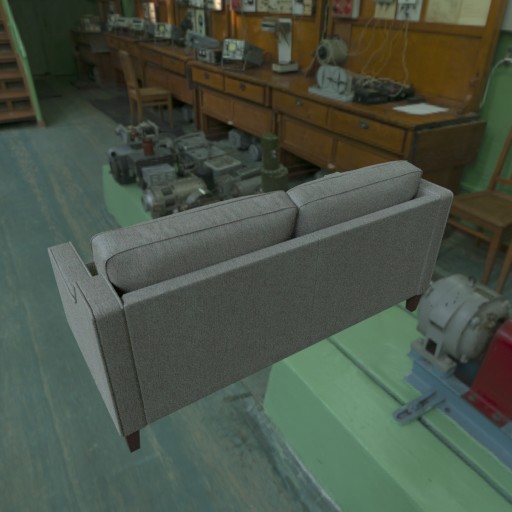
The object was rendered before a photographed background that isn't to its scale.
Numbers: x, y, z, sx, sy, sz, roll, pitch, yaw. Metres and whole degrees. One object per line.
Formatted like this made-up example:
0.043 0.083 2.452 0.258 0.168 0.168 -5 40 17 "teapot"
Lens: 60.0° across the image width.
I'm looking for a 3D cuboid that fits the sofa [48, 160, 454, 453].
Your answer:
0.000 0.000 2.738 2.181 1.074 1.073 -19 36 -28 "sofa"
